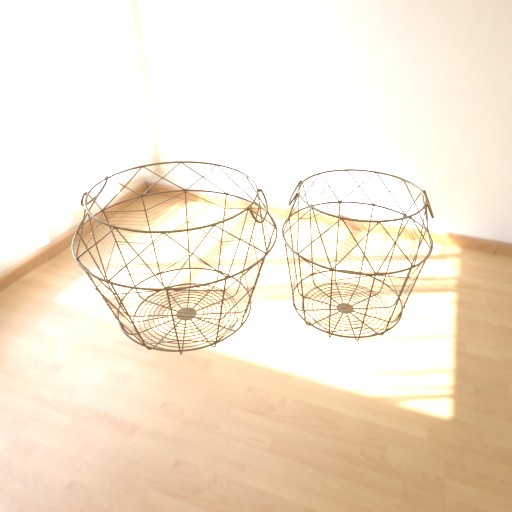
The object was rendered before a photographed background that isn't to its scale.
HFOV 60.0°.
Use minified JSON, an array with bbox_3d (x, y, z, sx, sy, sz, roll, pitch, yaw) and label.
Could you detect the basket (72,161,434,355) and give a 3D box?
[{"bbox_3d":[0.000,0.000,1.047,0.805,0.343,0.451,-2,32,-3],"label":"basket"}]
